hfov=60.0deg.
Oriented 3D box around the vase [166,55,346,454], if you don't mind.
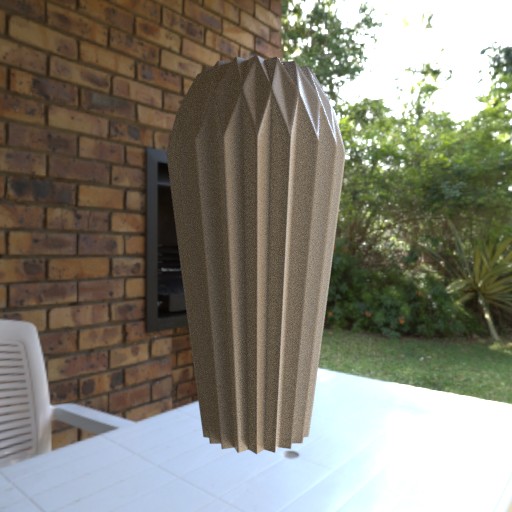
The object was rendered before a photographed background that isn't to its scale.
[{"bbox_3d":[0.000,0.000,0.334,0.133,0.263,0.133,0,0,0],"label":"vase"}]
